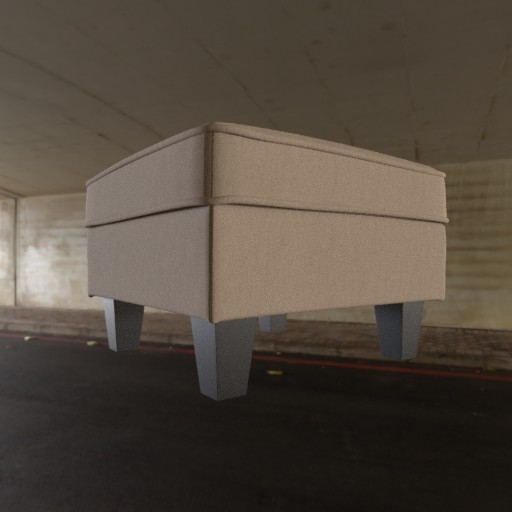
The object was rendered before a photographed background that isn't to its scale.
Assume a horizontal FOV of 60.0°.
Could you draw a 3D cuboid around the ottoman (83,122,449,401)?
[{"bbox_3d":[0.000,0.000,1.006,0.613,0.438,0.616,0,-1,-36],"label":"ottoman"}]
